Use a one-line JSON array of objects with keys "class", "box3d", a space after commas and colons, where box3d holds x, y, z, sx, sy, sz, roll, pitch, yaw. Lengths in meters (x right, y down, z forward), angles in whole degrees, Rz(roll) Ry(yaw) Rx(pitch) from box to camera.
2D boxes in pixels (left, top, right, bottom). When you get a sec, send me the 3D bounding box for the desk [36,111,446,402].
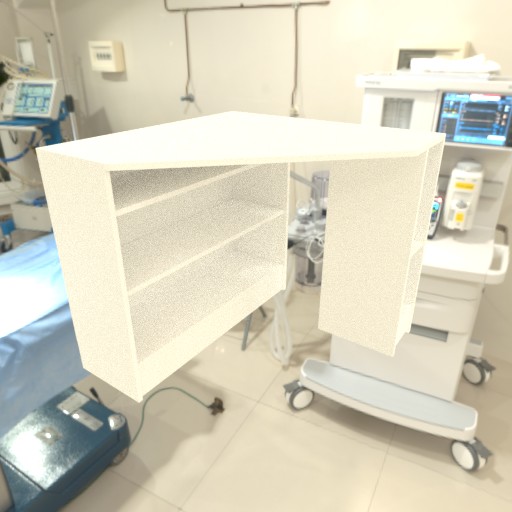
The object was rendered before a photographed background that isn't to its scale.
[{"class": "desk", "box3d": [0.000, 0.000, 1.588, 0.926, 0.818, 0.940, 17, 31, 31]}]
